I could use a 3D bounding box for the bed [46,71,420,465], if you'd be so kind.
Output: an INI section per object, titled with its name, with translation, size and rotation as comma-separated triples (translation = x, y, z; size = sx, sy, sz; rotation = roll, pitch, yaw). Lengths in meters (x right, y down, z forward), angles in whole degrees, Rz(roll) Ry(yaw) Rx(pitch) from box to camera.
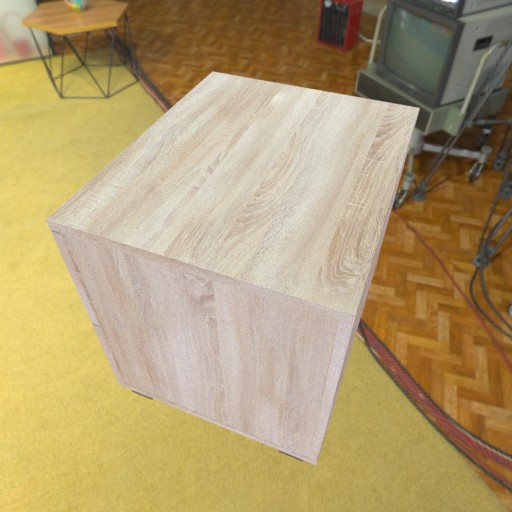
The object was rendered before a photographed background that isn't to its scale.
[bed]
translation = 0.000, 0.000, 0.788
size = 0.401, 0.420, 0.460
rotation = 16, 48, 15
